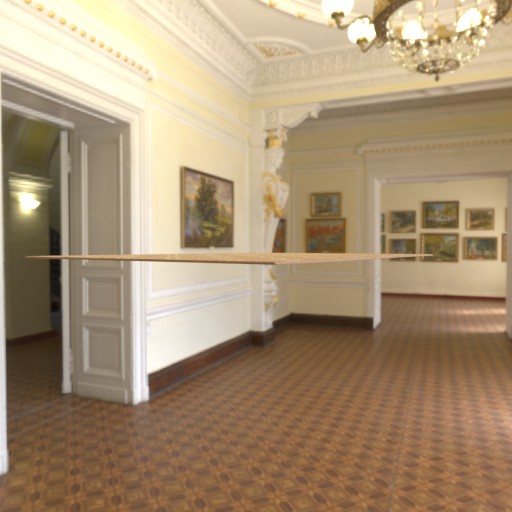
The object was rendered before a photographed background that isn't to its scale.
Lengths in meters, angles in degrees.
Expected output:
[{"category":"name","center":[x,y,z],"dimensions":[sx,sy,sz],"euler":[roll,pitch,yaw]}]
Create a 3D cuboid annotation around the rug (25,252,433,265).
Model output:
[{"category":"rug","center":[0.000,0.000,3.906],"dimensions":[2.288,0.018,2.895],"euler":[1,1,35]}]
